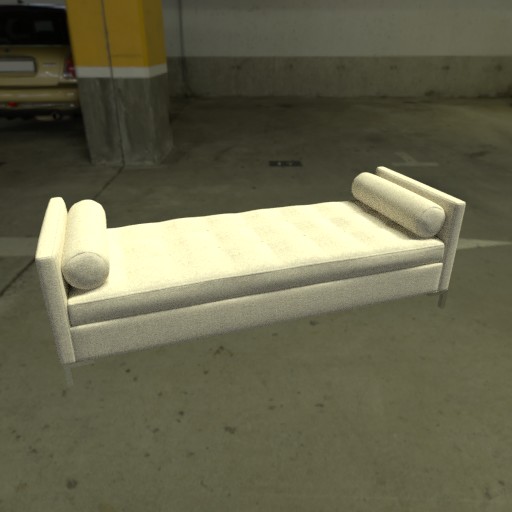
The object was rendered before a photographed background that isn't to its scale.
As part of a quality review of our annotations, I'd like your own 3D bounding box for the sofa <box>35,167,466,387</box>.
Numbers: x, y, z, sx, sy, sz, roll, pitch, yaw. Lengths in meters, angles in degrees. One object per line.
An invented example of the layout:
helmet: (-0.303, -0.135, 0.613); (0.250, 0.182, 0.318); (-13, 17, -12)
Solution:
sofa: (0.000, 0.000, 2.480); (2.102, 0.655, 0.797); (-8, 27, -17)
